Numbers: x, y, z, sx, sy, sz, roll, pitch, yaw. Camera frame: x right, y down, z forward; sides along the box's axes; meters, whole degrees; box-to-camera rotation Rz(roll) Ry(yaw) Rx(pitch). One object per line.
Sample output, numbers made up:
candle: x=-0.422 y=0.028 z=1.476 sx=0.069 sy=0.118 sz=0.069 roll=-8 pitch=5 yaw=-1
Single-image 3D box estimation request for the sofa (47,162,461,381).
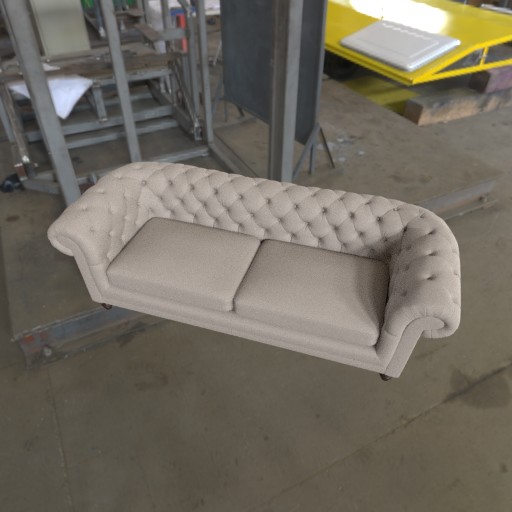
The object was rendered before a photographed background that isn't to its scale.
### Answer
sofa: x=0.000 y=0.000 z=2.929 sx=2.411 sy=0.749 sz=0.991 roll=12 pitch=42 yaw=13
